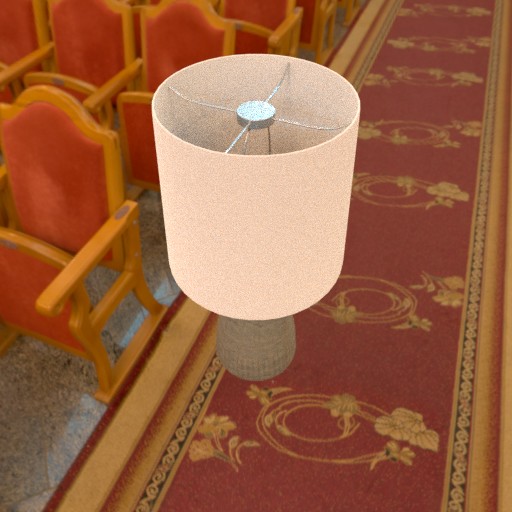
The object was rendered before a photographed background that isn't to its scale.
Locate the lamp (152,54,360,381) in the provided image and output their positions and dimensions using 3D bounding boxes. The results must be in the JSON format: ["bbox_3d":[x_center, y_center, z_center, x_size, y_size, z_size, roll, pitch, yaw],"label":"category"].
[{"bbox_3d":[0.000,0.000,0.487,0.186,0.369,0.186,0,47,0],"label":"lamp"}]
